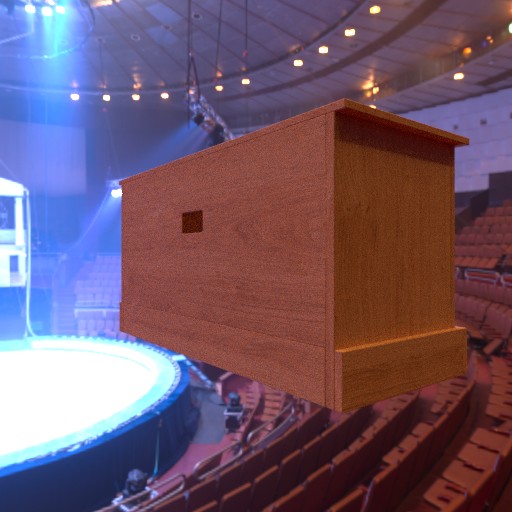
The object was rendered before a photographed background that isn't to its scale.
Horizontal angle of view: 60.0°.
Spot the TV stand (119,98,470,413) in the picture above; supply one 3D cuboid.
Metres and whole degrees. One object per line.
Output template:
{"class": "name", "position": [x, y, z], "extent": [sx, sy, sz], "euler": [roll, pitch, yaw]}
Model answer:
{"class": "TV stand", "position": [0.000, 0.000, 1.331], "extent": [0.440, 0.550, 1.080], "euler": [0, 0, -38]}
